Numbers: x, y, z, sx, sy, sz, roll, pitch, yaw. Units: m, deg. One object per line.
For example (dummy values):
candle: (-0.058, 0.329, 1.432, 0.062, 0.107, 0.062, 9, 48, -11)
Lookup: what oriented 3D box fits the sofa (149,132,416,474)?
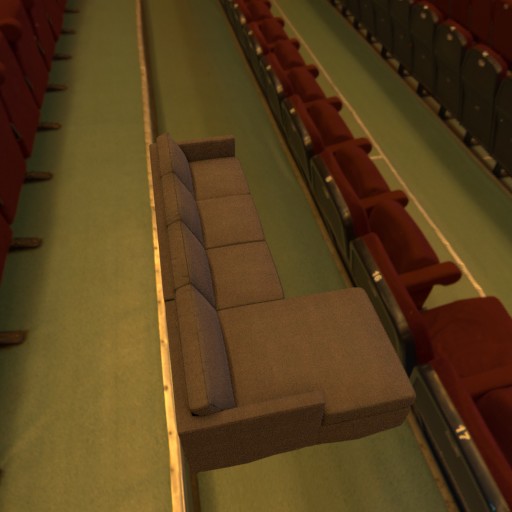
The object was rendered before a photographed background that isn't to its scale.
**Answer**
sofa: (0.000, 0.000, 3.974, 1.650, 0.922, 3.205, -9, 47, -8)
